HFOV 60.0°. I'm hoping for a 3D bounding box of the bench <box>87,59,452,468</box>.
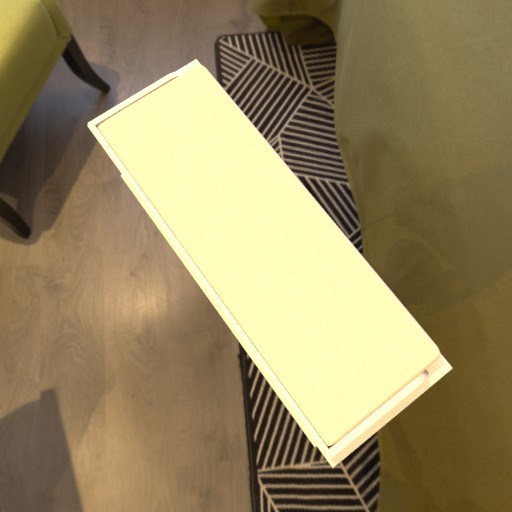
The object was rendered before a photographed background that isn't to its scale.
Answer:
[{"bbox_3d":[0.000,0.000,1.437,0.402,0.486,1.185,-35,77,-9],"label":"bench"}]
